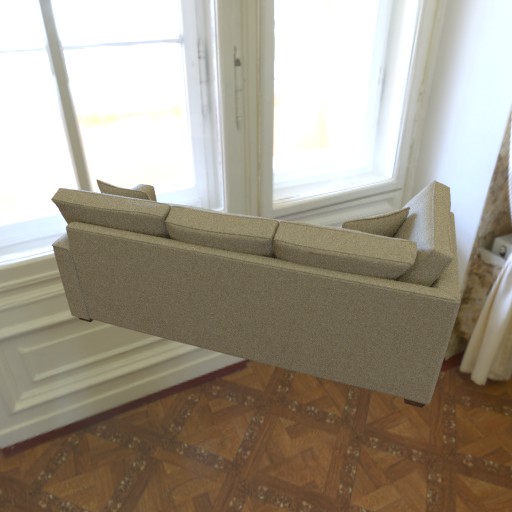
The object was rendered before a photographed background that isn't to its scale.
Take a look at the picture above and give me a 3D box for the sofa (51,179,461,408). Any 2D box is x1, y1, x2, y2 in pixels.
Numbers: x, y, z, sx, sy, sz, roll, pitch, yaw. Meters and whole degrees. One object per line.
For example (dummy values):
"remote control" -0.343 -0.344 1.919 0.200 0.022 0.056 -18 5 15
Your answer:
"sofa" 0.000 0.000 2.884 2.323 0.948 1.053 10 33 16
